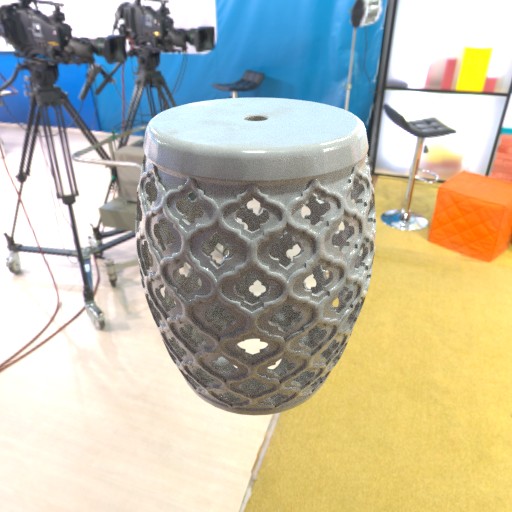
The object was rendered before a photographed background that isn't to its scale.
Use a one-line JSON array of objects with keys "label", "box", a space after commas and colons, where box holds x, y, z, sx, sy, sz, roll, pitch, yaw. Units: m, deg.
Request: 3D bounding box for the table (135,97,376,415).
[{"label": "table", "box": [0.000, 0.000, 0.634, 0.325, 0.388, 0.325, 0, 31, 0]}]
